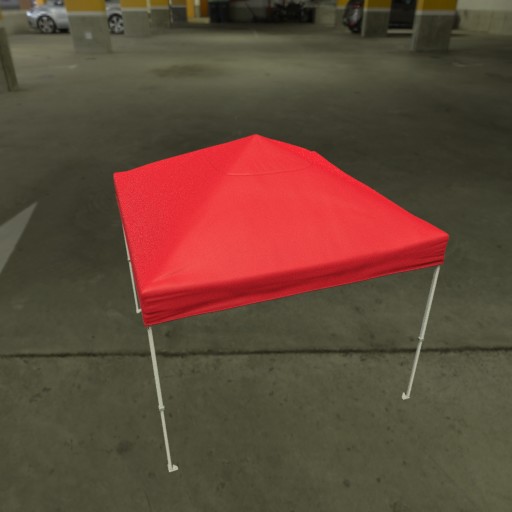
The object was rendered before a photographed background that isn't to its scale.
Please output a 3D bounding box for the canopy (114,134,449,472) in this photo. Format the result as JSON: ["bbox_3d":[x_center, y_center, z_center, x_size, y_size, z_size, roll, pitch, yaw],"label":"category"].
[{"bbox_3d":[0.000,0.000,5.488,2.998,2.997,2.996,-10,31,-17],"label":"canopy"}]
